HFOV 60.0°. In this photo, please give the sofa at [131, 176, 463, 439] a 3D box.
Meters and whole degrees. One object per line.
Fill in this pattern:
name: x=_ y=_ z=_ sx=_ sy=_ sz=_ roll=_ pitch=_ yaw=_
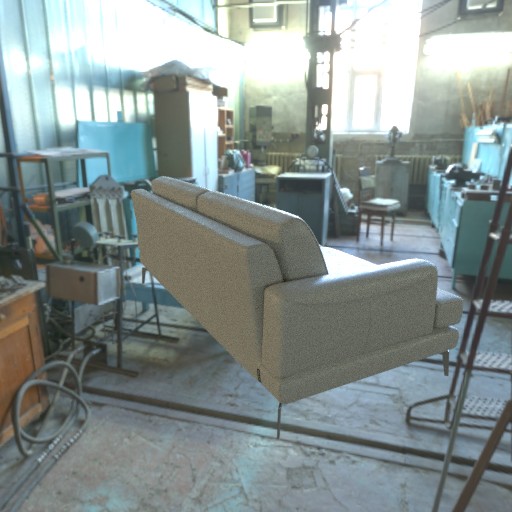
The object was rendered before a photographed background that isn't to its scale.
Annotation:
sofa: x=0.000 y=0.000 z=2.448 sx=0.974 sy=0.765 sz=1.940 roll=-8 pitch=18 yaw=-27
